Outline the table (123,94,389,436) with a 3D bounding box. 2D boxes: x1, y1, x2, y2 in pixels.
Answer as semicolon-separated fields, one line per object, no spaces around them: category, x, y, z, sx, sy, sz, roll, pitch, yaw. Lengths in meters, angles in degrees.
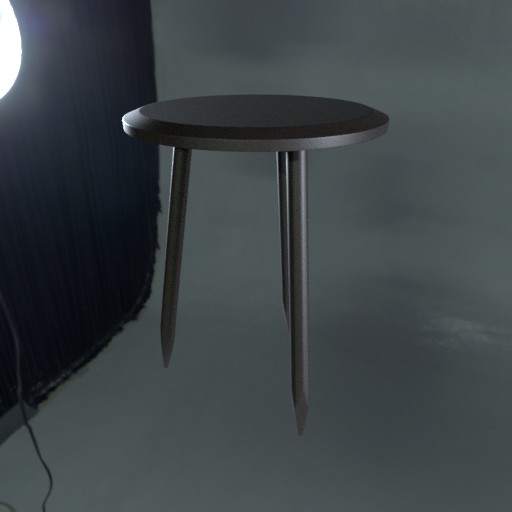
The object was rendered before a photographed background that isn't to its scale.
table;0.000;0.000;0.911;0.457;0.585;0.457;0;26;0
